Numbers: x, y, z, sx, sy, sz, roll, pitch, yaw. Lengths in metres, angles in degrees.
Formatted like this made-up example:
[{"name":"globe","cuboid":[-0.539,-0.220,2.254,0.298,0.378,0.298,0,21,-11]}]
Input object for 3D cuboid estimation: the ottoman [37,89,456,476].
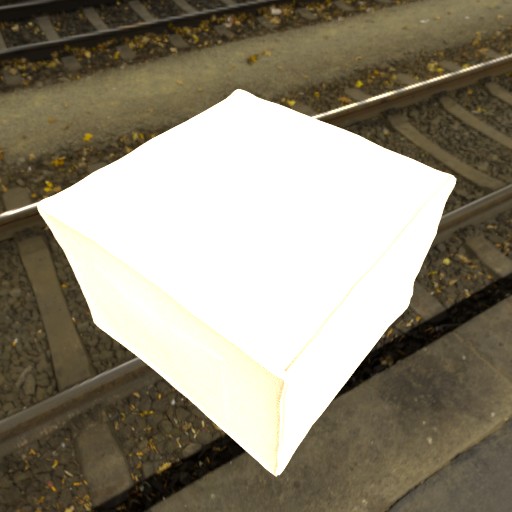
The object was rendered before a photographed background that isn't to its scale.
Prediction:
[{"name":"ottoman","cuboid":[0.000,0.000,1.144,0.707,0.470,0.696,30,54,25]}]
